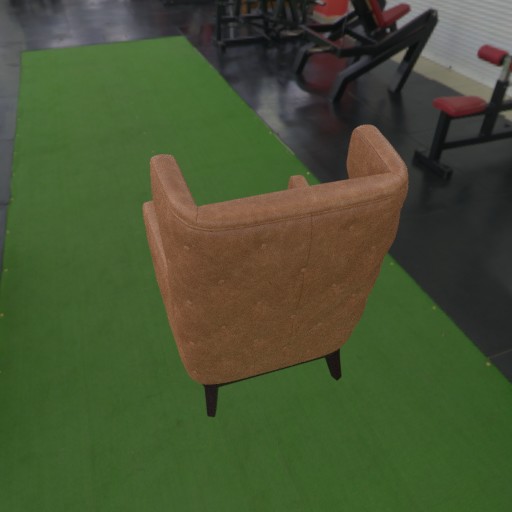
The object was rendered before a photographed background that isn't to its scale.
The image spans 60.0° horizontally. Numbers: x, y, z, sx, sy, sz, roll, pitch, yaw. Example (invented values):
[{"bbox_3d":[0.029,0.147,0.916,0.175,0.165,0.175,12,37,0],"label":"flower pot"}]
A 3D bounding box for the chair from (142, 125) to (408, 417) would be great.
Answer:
[{"bbox_3d":[0.000,0.000,1.712,0.766,1.079,0.899,-12,41,-14],"label":"chair"}]
